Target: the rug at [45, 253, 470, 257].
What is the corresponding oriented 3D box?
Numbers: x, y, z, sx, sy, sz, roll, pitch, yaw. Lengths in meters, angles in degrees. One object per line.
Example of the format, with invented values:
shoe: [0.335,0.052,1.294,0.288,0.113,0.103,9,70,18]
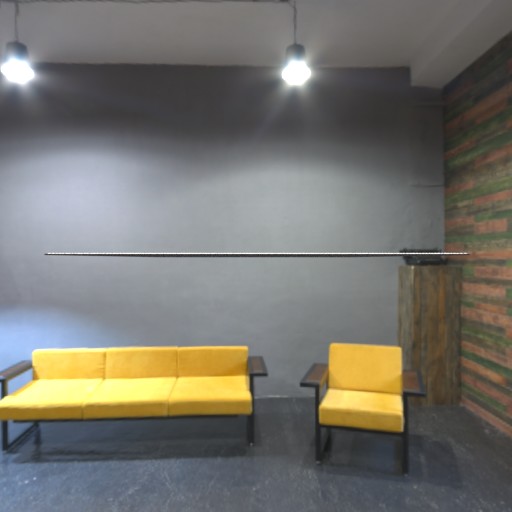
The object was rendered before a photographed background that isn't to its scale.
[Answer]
rug: [0.000,0.000,4.020,2.438,0.012,3.048,0,0,0]
